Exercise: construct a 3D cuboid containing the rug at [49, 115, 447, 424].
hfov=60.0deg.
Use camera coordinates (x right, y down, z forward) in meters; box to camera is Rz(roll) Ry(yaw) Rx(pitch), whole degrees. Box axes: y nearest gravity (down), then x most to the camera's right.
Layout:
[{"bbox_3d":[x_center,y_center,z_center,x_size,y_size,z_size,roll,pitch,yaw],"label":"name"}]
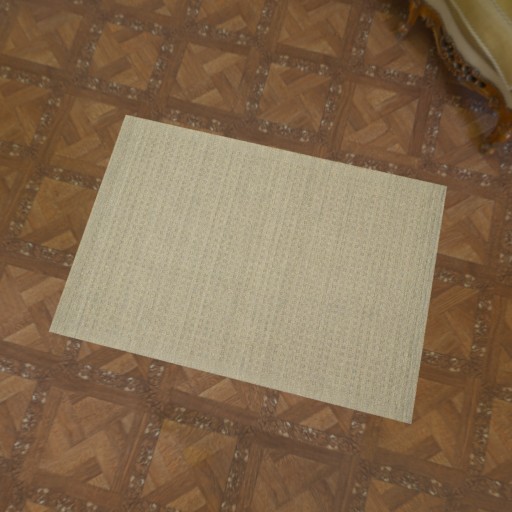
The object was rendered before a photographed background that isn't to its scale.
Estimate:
[{"bbox_3d":[0.000,0.000,3.664,2.895,0.006,1.981,13,76,3],"label":"rug"}]
